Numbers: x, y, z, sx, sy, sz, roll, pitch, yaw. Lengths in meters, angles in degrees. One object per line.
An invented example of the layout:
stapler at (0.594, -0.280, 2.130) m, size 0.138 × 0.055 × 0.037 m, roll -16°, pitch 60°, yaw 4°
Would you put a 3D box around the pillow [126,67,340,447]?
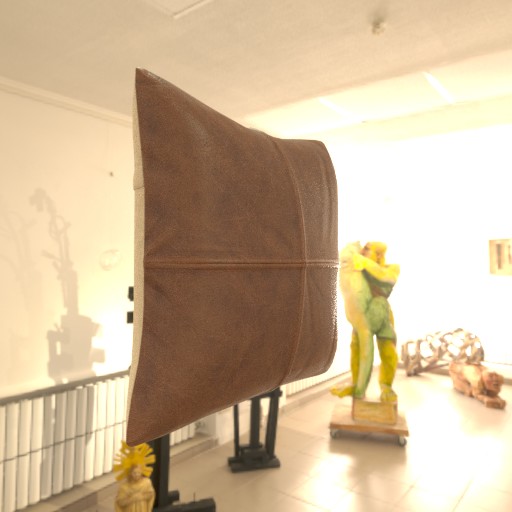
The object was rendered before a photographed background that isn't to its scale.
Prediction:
pillow at (0.000, 0.000, 0.713) m, size 0.192 × 0.470 × 0.484 m, roll 0°, pitch -1°, yaw 38°
